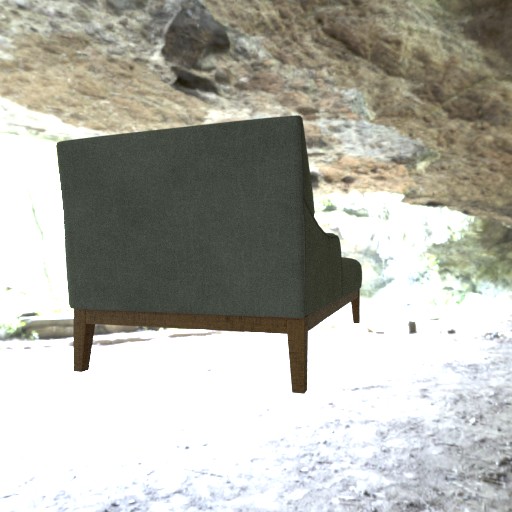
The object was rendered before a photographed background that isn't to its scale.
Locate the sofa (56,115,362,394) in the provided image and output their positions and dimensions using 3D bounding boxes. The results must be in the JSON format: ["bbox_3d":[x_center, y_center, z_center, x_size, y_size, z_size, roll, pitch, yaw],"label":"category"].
[{"bbox_3d":[0.000,0.000,2.237,0.894,0.859,1.779,0,-1,19],"label":"sofa"}]
